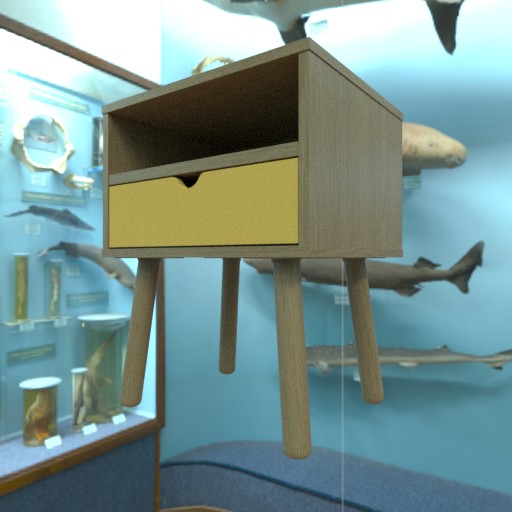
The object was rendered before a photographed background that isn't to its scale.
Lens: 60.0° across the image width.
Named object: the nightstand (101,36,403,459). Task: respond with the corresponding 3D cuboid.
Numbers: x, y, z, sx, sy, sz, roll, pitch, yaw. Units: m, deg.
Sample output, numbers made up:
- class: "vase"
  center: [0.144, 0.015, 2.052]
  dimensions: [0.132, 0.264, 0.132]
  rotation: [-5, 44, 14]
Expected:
- class: "nightstand"
  center: [0.000, 0.000, 0.864]
  dimensions: [0.450, 0.571, 0.380]
  rotation: [0, 0, 36]
